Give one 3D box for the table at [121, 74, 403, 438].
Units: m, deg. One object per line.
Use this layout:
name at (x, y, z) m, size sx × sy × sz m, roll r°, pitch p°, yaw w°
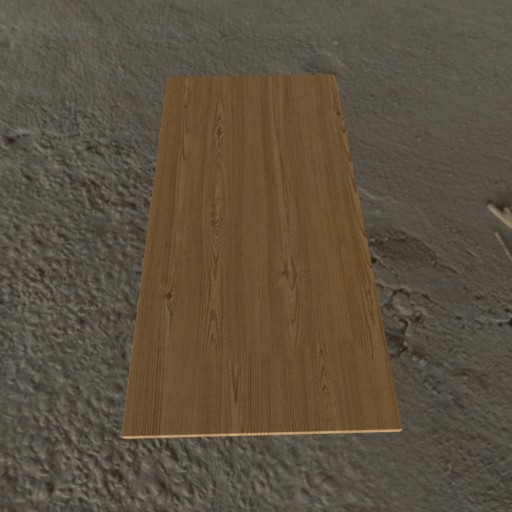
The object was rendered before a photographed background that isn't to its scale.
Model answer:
table at (0.000, 0.000, 2.206) m, size 0.901 × 0.750 × 1.797 m, roll -1°, pitch 58°, yaw -1°
